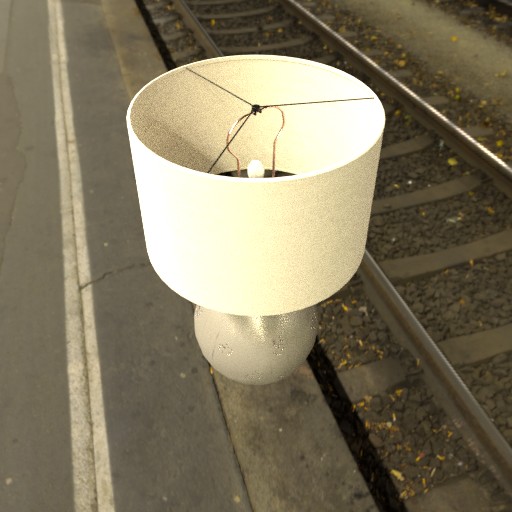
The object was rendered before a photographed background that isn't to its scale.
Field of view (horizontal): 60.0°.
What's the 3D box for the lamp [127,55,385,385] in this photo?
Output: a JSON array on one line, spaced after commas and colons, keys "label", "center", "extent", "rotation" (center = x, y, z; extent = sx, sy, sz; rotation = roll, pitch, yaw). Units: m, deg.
[{"label": "lamp", "center": [0.000, 0.000, 0.721], "extent": [0.330, 0.521, 0.330], "rotation": [0, 46, 0]}]
